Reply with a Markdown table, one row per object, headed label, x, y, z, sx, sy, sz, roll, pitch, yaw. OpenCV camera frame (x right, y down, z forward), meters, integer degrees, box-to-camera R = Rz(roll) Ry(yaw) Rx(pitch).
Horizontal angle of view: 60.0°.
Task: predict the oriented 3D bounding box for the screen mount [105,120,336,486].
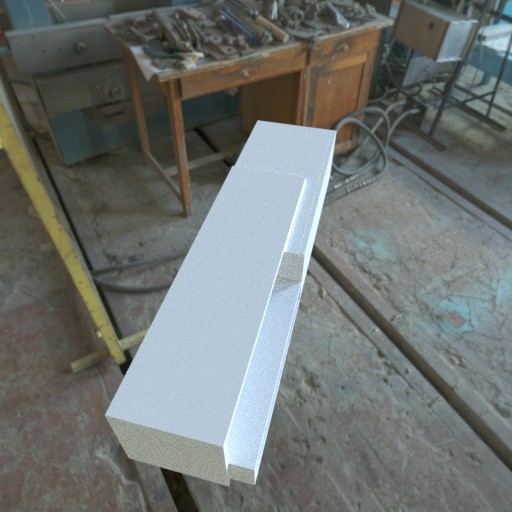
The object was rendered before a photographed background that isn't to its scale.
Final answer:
| label | x | y | z | sx | sy | sz | roll | pitch | yaw |
| --- | --- | --- | --- | --- | --- | --- | --- | --- | --- |
| screen mount | 0.000 | 0.000 | 1.856 | 0.420 | 0.320 | 1.680 | 11 | 47 | 10 |
